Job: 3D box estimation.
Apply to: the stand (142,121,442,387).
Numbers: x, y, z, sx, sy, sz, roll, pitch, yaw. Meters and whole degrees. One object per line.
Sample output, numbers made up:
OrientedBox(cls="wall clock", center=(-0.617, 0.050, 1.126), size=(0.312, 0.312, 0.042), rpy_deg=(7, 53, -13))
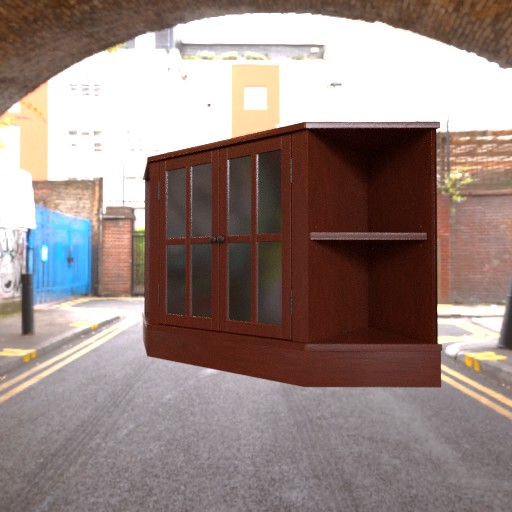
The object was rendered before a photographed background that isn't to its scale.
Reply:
OrientedBox(cls="stand", center=(0.000, 0.000, 1.343), size=(1.072, 0.614, 0.381), rpy_deg=(-1, -1, 37))
